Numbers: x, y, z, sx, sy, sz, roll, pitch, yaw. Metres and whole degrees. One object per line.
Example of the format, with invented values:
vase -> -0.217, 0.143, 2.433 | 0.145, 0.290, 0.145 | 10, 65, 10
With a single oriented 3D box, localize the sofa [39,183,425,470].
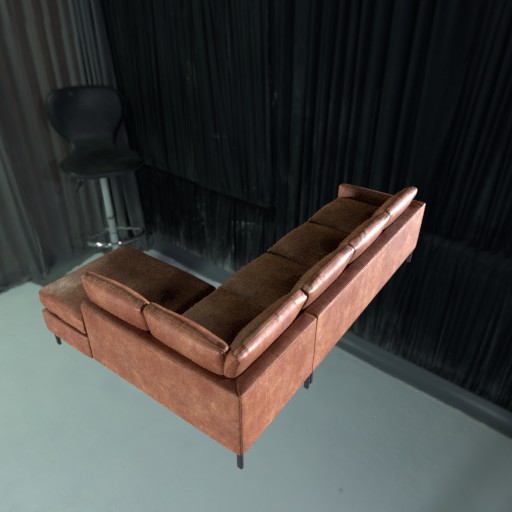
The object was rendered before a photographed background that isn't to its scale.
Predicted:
sofa -> 0.000, 0.000, 3.895 | 1.938, 0.877, 2.984 | 21, 38, 30
